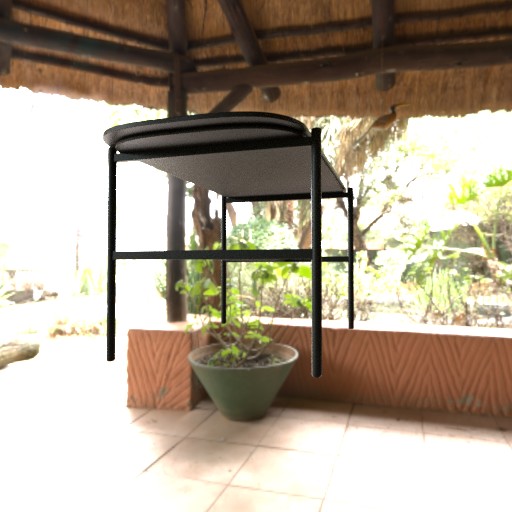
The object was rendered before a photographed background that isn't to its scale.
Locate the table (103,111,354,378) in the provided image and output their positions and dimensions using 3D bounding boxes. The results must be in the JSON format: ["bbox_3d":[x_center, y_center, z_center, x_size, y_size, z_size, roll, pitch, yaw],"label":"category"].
[{"bbox_3d":[0.000,0.000,1.040,0.400,0.400,0.800,0,-1,18],"label":"table"}]
